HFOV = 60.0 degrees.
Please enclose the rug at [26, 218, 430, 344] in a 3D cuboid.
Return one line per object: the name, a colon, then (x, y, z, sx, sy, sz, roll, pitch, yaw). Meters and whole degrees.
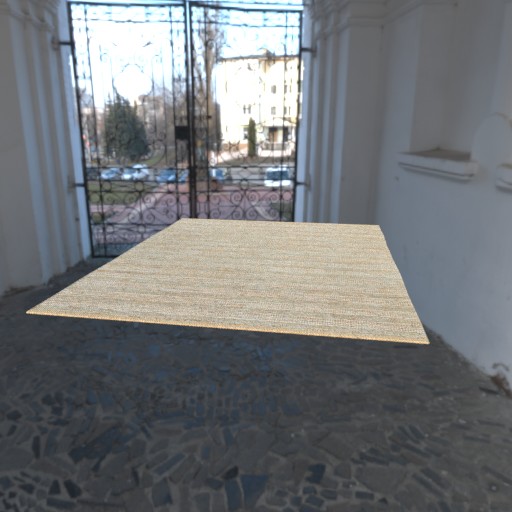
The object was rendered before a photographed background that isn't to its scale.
rug: (0.000, 0.000, 4.063, 2.471, 0.012, 3.034, 3, 17, 9)
